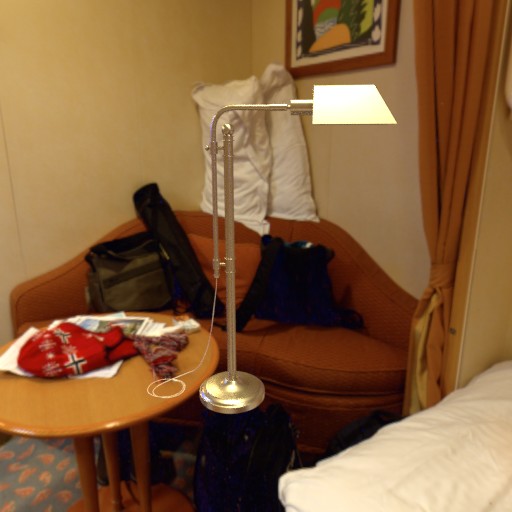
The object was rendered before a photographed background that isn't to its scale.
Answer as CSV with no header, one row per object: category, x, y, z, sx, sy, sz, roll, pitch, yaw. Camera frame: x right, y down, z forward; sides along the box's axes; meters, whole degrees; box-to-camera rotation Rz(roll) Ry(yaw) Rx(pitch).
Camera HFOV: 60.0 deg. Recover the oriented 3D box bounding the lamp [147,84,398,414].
lamp,0.000,0.000,0.983,0.546,0.708,0.159,2,16,9
